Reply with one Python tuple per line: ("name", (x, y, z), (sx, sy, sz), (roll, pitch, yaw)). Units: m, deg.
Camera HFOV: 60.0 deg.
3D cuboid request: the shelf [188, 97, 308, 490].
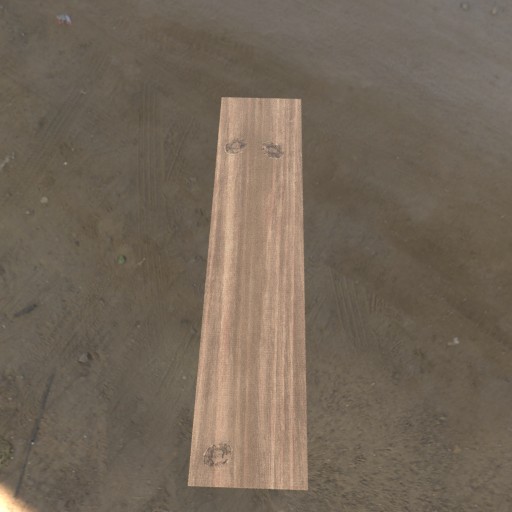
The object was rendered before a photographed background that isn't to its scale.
("shelf", (0.000, 0.000, 0.657), (0.140, 0.020, 0.610), (2, 64, 1))
